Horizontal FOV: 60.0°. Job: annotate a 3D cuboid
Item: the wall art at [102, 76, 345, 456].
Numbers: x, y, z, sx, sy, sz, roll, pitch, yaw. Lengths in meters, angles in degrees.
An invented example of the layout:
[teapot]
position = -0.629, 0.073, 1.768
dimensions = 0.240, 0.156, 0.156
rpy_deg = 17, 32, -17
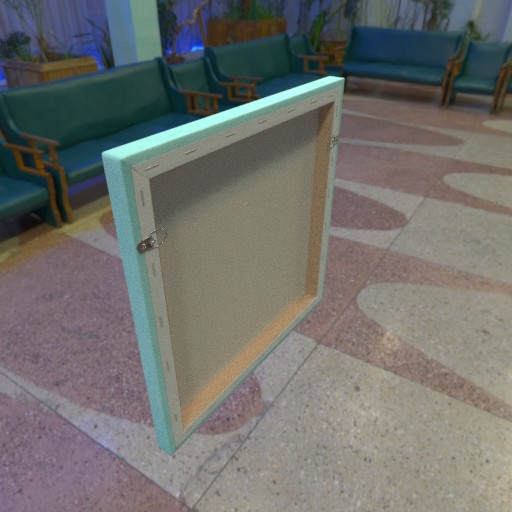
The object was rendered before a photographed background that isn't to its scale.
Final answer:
[wall art]
position = 0.000, 0.000, 1.156
dimensions = 0.054, 0.766, 0.765
rpy_deg = 21, 38, 30
